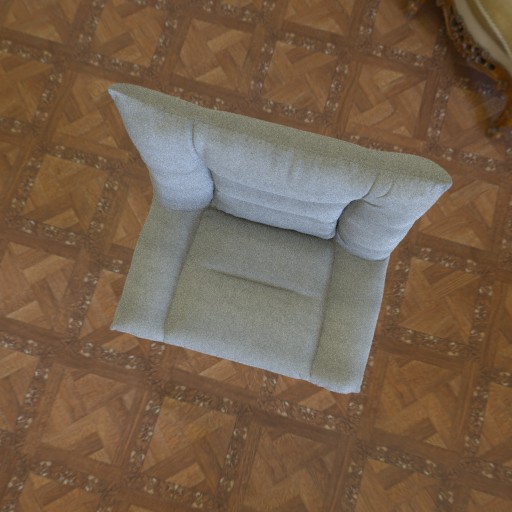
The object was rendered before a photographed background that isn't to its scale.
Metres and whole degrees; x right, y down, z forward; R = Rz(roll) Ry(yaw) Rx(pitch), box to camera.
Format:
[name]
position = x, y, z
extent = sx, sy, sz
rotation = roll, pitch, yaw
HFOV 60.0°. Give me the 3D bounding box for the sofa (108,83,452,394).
[sofa]
position = 0.000, 0.000, 1.695
extent = 1.144, 0.795, 0.847
rotation = 14, 79, 3
